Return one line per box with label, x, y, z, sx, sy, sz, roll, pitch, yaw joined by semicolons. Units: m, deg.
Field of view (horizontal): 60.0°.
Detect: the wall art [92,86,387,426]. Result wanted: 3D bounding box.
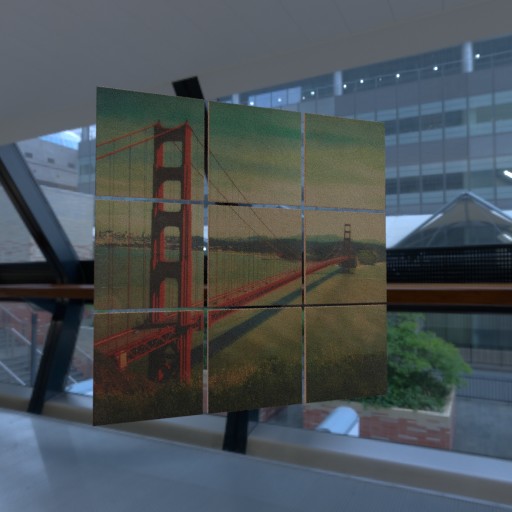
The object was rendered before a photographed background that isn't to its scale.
wall art;0.000;0.000;1.340;0.917;0.910;0.012;1;-2;-19
